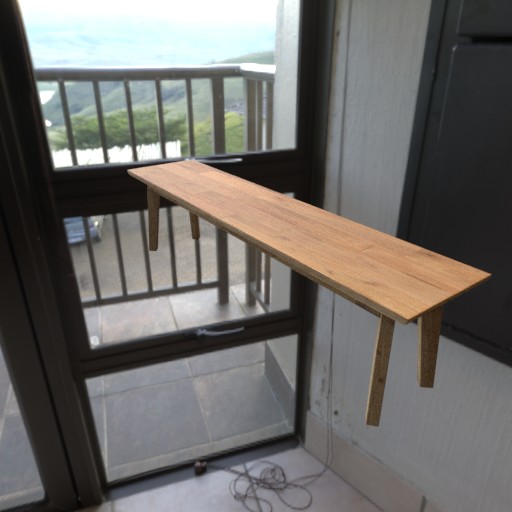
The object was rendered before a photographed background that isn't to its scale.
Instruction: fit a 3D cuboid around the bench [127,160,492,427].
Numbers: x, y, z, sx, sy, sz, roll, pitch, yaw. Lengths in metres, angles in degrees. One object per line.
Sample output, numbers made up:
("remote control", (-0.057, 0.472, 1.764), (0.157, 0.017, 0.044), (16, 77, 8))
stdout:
("bench", (0.000, 0.000, 1.840), (0.378, 0.431, 1.698), (-18, 31, -33))
